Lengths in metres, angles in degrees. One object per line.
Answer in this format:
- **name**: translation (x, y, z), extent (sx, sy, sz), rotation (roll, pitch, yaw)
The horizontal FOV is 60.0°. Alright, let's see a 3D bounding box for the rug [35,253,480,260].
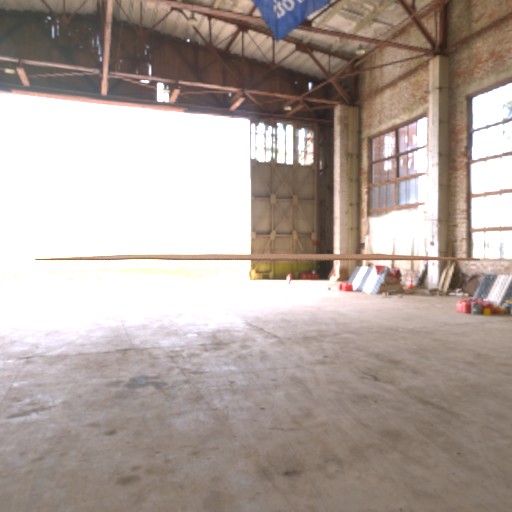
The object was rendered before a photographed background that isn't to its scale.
- **rug**: translation (0.000, 0.000, 4.237), extent (3.057, 0.021, 2.431), rotation (0, 1, -1)
